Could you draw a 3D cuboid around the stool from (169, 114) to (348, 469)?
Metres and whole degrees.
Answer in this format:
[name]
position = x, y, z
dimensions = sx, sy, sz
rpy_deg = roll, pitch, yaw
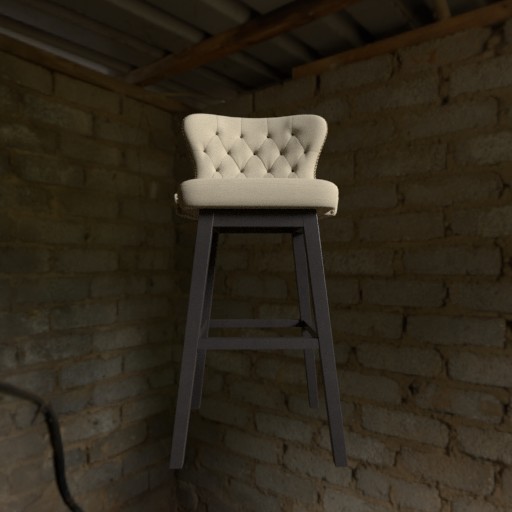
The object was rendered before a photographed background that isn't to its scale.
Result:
[stool]
position = 0.000, 0.000, 1.416
dimensions = 0.528, 1.066, 0.605
rpy_deg = 0, -1, -1
